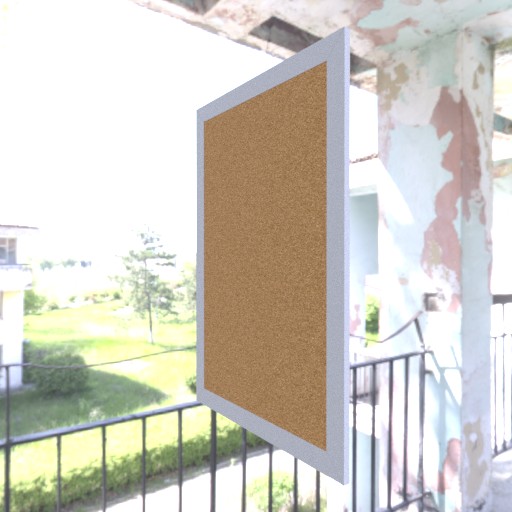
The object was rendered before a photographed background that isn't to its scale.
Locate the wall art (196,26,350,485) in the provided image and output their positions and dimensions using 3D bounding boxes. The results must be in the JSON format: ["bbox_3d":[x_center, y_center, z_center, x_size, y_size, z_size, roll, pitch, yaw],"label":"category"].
[{"bbox_3d":[0.000,0.000,0.823,0.011,0.659,0.454,0,0,-35],"label":"wall art"}]
